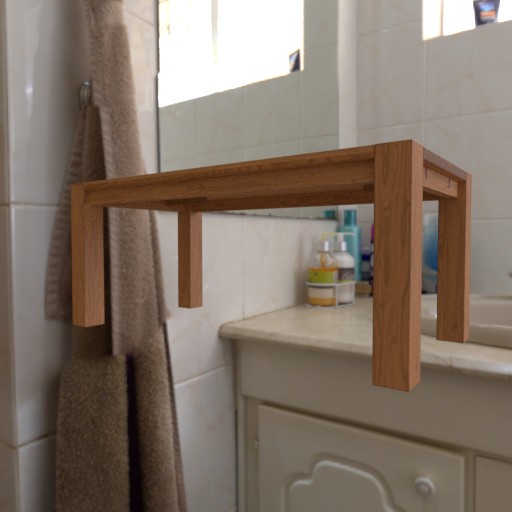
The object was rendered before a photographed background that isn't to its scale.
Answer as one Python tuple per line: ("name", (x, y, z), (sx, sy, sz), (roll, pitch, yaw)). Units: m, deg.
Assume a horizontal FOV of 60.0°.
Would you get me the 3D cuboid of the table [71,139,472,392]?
("table", (0.000, 0.000, 2.218), (1.800, 0.760, 0.900), (2, 3, 36))
